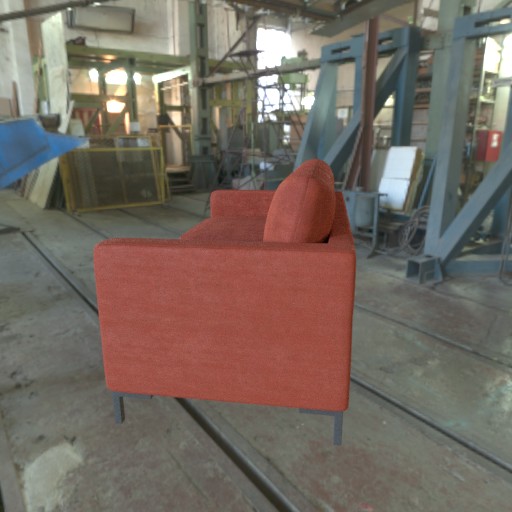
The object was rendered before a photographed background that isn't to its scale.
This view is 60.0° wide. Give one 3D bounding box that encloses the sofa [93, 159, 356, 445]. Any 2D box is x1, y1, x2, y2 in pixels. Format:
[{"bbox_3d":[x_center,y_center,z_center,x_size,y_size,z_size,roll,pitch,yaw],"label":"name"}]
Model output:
[{"bbox_3d":[0.000,0.000,2.149,0.864,0.896,1.574,2,16,9],"label":"sofa"}]
